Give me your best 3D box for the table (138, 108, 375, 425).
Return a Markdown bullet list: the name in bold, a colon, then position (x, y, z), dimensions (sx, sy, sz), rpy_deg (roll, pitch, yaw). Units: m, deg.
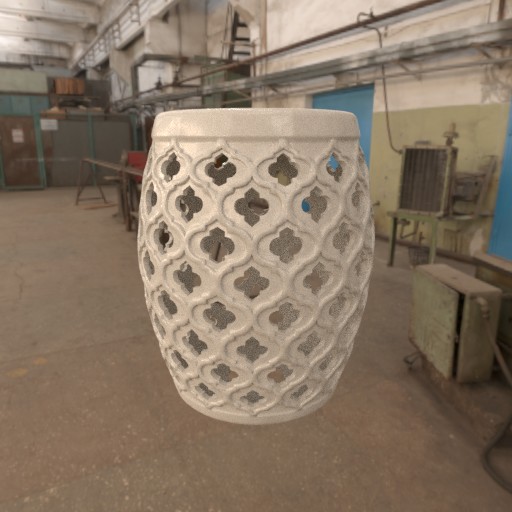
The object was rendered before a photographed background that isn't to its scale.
- **table**: position (0.000, 0.000, 0.635), dimensions (0.325, 0.388, 0.325), rpy_deg (0, 15, 0)
